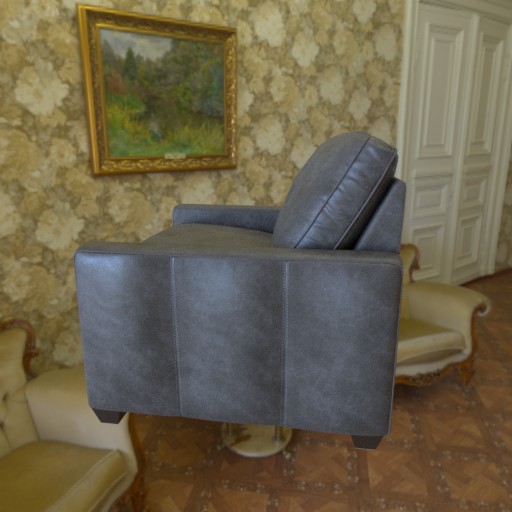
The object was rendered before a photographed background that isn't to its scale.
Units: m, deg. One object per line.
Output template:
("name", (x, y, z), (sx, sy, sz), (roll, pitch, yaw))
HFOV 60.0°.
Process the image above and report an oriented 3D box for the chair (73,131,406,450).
("chair", (0.000, 0.000, 1.703), (0.939, 0.916, 1.006), (2, 15, 9))
